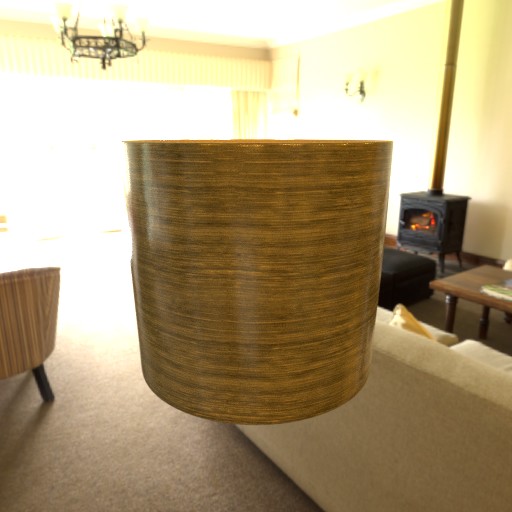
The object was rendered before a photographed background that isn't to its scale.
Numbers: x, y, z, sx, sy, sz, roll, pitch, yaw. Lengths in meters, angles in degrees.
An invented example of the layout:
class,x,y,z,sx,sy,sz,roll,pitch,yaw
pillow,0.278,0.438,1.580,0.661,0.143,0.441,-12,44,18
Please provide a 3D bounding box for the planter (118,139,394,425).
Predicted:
class,x,y,z,sx,sy,sz,roll,pitch,yaw
planter,0.000,0.000,0.398,0.221,0.201,0.221,0,15,0
